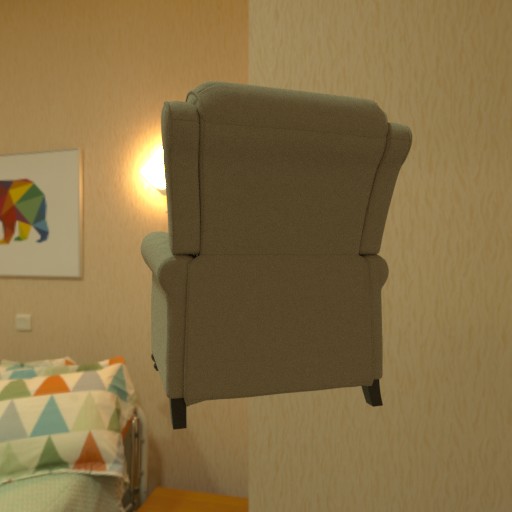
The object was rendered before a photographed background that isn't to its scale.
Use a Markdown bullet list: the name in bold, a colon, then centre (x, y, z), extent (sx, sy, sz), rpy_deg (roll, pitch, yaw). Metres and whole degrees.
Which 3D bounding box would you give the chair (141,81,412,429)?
- **chair**: centre (0.000, 0.000, 1.758), extent (0.859, 1.046, 0.919), rpy_deg (0, 0, -17)
